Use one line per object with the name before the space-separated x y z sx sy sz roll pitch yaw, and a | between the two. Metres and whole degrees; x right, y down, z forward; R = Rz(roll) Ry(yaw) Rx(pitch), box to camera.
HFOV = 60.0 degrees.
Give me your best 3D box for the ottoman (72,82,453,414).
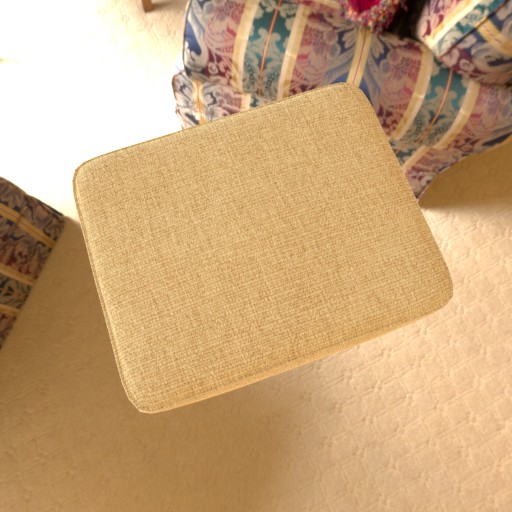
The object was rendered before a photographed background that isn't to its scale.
ottoman | 0.000 0.000 1.148 0.738 0.537 0.589 -19 76 -5
